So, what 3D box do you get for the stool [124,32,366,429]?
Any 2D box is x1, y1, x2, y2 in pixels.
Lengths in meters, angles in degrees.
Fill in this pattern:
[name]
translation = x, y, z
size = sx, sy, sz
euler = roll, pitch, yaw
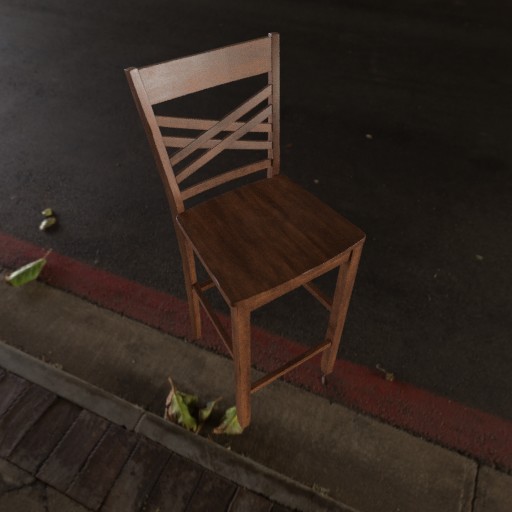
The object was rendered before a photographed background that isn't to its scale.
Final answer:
[stool]
translation = 0.000, 0.000, 1.376
size = 0.433, 1.105, 0.487
euler = -25, 51, -22
